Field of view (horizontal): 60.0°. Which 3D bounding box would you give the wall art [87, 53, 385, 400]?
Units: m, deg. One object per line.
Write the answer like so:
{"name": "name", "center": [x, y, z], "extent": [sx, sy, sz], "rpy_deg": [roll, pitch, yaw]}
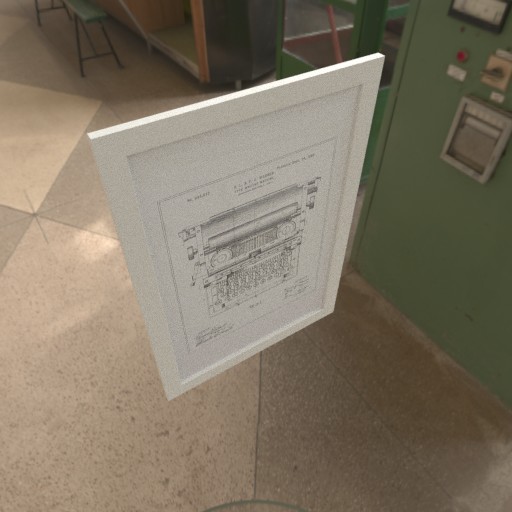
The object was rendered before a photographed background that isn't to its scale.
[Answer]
{"name": "wall art", "center": [0.000, 0.000, 0.688], "extent": [0.381, 0.533, 0.013], "rpy_deg": [-24, 50, -22]}
